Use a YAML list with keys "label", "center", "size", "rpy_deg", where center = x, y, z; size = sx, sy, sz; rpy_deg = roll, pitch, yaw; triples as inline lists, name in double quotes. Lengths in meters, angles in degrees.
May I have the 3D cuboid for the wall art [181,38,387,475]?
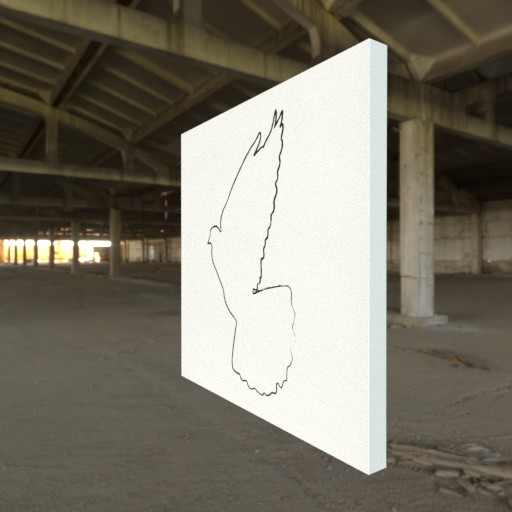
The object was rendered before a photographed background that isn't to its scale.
- label: "wall art"
  center: [0.000, 0.000, 0.880]
  size: [0.038, 0.610, 0.610]
  rpy_deg: [0, 1, -35]
